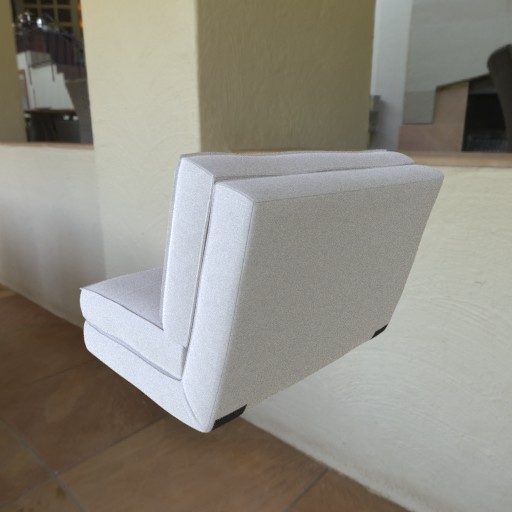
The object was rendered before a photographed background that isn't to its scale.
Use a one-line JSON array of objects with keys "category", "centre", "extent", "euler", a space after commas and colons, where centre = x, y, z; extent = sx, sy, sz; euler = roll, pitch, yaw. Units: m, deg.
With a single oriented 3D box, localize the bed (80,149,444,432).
[{"category": "bed", "centre": [0.000, 0.000, 1.300], "extent": [0.799, 0.614, 0.749], "euler": [-14, 20, -43]}]
